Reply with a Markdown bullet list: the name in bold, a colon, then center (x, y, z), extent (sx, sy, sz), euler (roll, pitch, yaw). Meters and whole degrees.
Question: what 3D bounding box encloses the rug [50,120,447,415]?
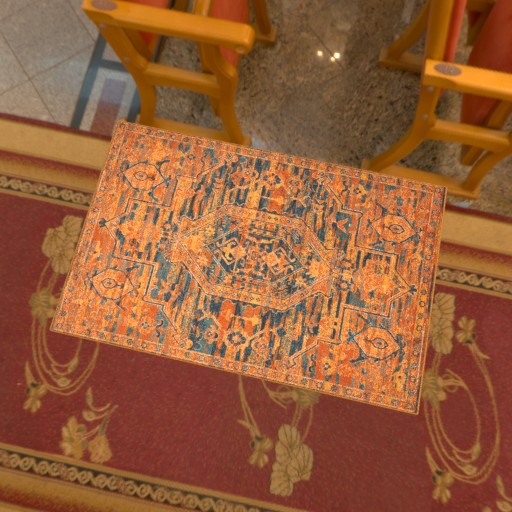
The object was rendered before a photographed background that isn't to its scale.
- **rug**: center (0.000, 0.000, 1.073), extent (0.863, 0.008, 0.557), euler (12, 77, 3)
